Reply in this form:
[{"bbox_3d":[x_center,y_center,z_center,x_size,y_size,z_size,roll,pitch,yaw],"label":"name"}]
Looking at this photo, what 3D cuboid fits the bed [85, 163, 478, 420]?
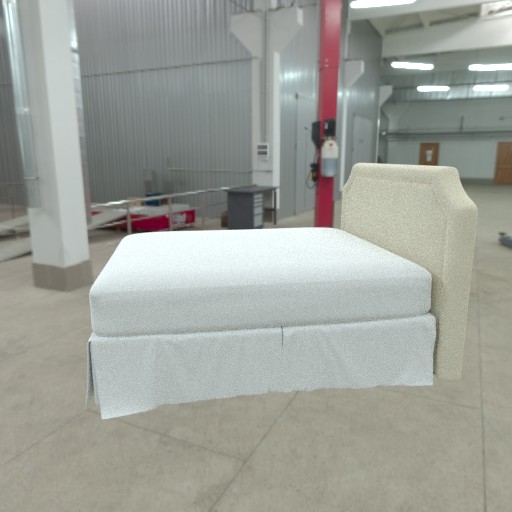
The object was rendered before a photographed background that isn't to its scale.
[{"bbox_3d":[0.000,0.000,3.216,2.209,1.296,1.827,-2,13,-10],"label":"bed"}]
